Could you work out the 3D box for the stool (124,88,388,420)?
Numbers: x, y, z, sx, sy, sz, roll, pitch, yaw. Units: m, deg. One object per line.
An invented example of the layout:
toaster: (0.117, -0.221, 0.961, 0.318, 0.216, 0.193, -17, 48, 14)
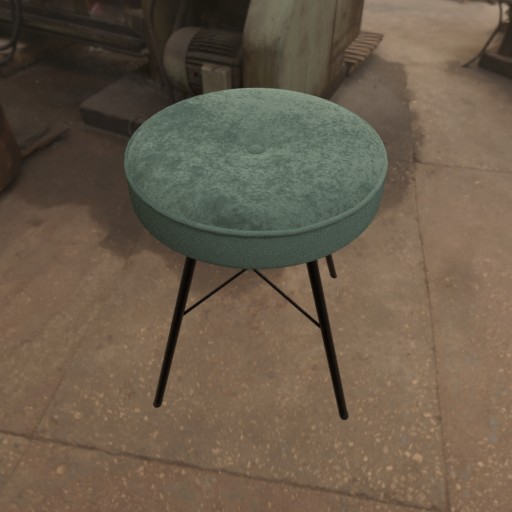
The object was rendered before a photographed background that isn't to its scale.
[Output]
stool: (0.000, 0.000, 0.866, 0.458, 0.519, 0.457, 9, 46, 9)
